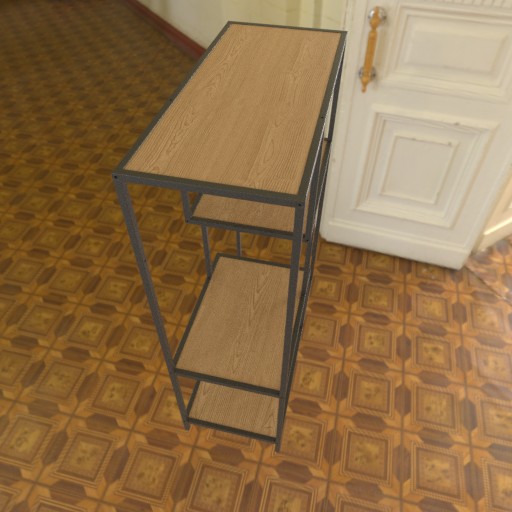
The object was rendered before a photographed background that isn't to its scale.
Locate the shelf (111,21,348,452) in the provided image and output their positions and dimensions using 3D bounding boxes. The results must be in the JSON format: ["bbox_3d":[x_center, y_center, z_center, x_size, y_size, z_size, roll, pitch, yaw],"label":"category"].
[{"bbox_3d":[0.000,0.000,1.433,0.350,1.138,0.770,10,47,9],"label":"shelf"}]
